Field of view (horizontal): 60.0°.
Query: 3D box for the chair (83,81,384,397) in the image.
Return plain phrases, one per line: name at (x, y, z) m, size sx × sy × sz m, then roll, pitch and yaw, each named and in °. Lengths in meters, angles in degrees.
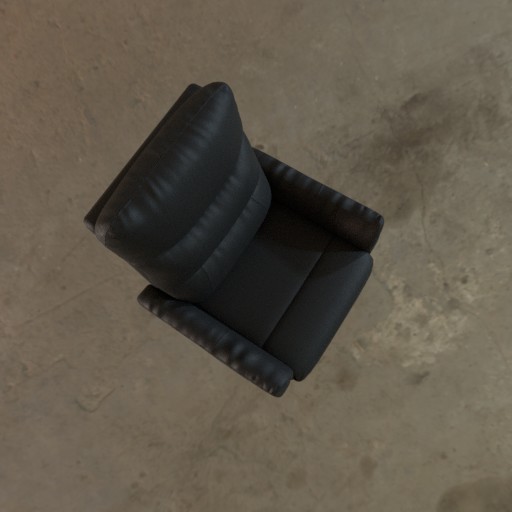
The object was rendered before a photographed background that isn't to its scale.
chair at (0.000, 0.000, 1.637) m, size 0.831 × 1.082 × 0.775 m, roll 33°, pitch 79°, yaw 7°
